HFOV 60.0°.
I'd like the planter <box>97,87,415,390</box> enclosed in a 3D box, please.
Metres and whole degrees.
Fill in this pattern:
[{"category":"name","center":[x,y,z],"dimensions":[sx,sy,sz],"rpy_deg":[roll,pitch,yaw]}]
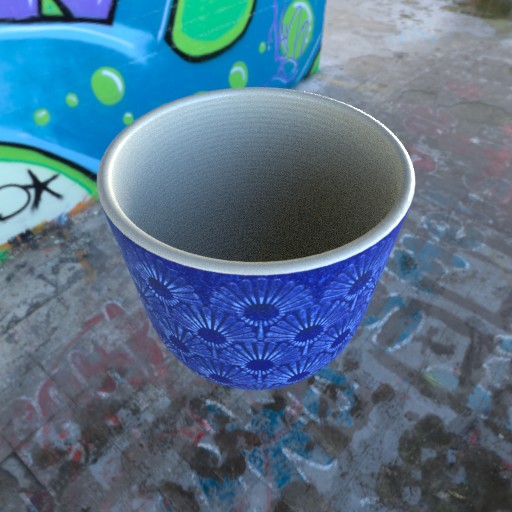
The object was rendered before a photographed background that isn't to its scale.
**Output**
[{"category":"planter","center":[0.000,0.000,0.362],"dimensions":[0.206,0.190,0.206],"rpy_deg":[0,46,0]}]
